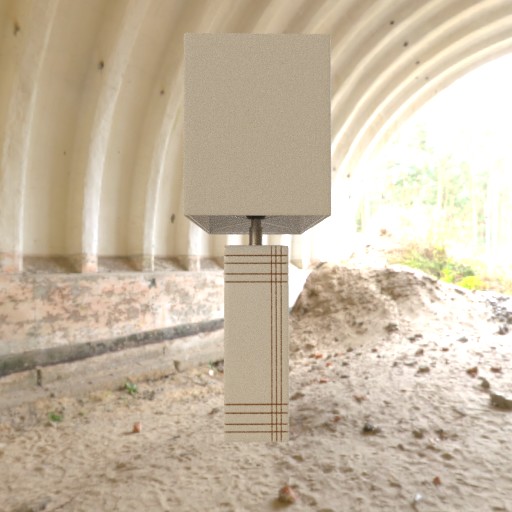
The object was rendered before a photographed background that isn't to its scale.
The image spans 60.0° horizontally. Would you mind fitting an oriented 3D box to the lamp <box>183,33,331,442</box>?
[{"bbox_3d":[0.000,0.000,0.706,0.182,0.543,0.334,0,-1,-1],"label":"lamp"}]
